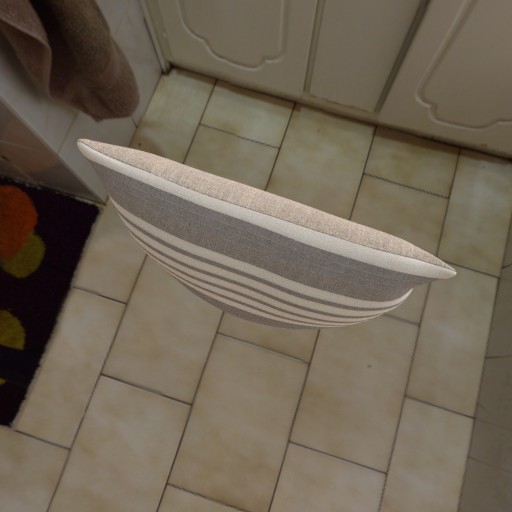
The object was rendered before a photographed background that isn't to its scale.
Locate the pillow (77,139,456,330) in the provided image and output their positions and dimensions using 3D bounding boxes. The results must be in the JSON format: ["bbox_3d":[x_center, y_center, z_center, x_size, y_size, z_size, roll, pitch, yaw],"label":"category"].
[{"bbox_3d":[0.000,0.000,0.675,0.439,0.440,0.182,19,76,5],"label":"pillow"}]
